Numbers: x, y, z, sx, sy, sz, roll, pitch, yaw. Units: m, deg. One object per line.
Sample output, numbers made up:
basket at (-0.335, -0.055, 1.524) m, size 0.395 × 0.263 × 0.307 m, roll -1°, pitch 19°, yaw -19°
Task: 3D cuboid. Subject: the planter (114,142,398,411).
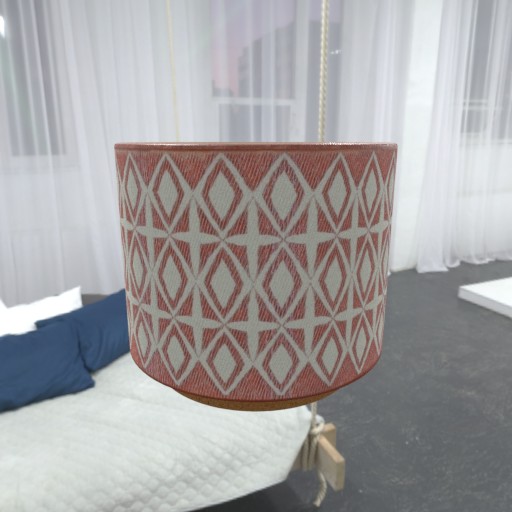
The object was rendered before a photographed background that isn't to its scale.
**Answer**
planter at (0.000, 0.000, 0.476) m, size 0.273 × 0.237 × 0.273 m, roll 0°, pitch 15°, yaw 0°
